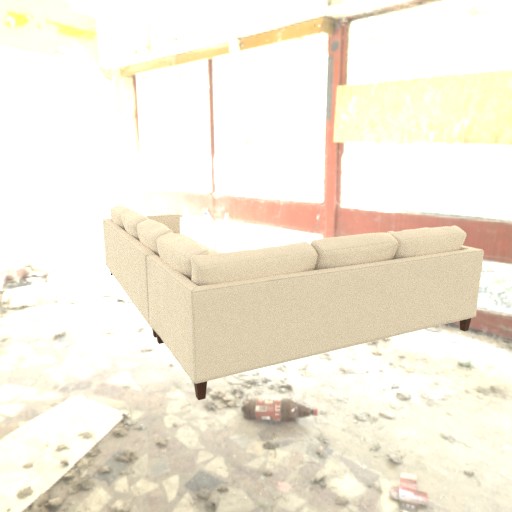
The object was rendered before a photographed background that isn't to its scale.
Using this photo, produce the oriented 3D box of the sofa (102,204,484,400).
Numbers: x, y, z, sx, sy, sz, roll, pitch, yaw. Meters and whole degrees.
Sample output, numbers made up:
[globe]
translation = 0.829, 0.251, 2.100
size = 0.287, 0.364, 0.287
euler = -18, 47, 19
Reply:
[sofa]
translation = 0.000, 0.000, 4.374
size = 2.432, 0.863, 3.182
euler = -7, 15, -26
